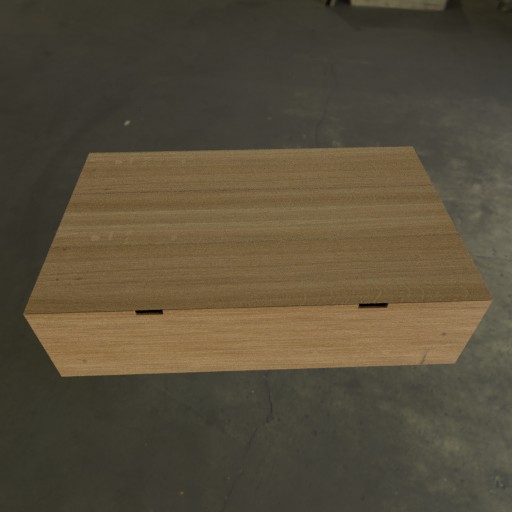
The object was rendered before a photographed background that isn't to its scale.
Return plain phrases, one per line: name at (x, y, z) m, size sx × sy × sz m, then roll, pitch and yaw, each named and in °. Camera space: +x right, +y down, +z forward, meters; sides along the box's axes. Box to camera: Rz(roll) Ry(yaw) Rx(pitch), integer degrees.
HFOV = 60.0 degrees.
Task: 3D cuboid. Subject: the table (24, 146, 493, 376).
table at (0.000, 0.000, 1.406) m, size 1.110 × 0.353 × 0.678 m, roll -2°, pitch 45°, yaw -2°
